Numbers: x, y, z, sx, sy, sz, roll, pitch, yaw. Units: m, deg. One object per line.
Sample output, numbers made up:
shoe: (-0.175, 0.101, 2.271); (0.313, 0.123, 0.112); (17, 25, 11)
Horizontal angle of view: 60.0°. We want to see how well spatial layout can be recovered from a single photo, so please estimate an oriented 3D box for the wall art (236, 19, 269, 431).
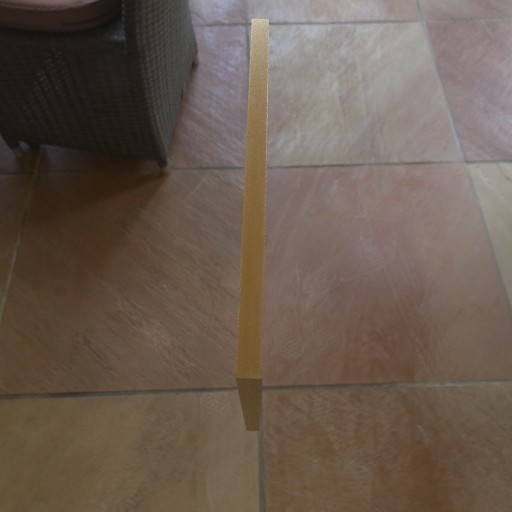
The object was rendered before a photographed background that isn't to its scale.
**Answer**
wall art: (0.000, 0.000, 1.124); (0.037, 0.760, 0.762); (1, 63, 1)
